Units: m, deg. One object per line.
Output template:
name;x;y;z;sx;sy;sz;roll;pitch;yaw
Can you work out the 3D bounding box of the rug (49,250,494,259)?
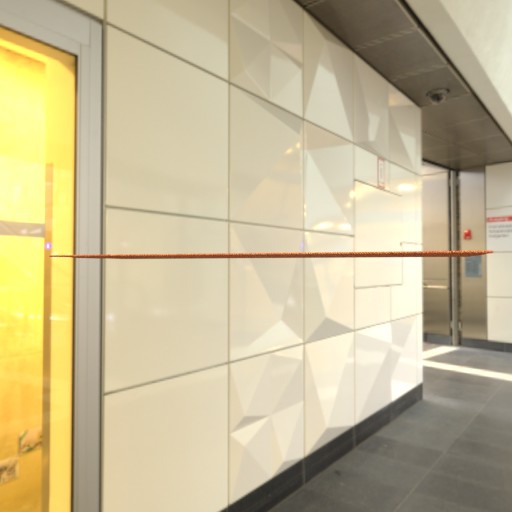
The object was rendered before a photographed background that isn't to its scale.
rug;0.000;0.000;2.519;2.307;0.012;0.687;0;-1;19
